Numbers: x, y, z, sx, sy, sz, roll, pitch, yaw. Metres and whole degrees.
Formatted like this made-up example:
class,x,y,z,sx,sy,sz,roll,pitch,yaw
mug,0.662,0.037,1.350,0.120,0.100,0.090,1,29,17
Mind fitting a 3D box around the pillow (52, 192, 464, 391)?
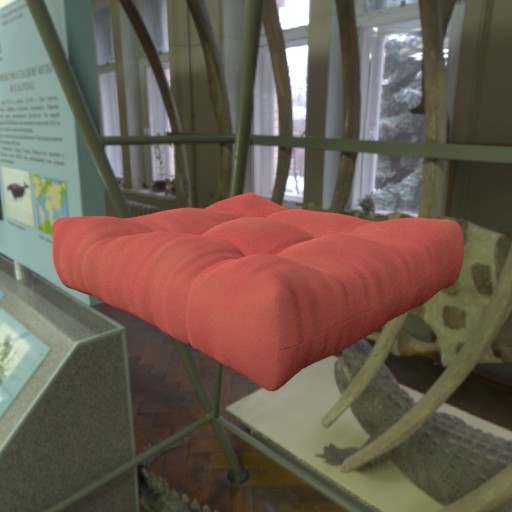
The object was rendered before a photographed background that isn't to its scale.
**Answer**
class,x,y,z,sx,sy,sz,roll,pitch,yaw
pillow,0.000,0.000,0.704,0.490,0.128,0.468,15,21,42
